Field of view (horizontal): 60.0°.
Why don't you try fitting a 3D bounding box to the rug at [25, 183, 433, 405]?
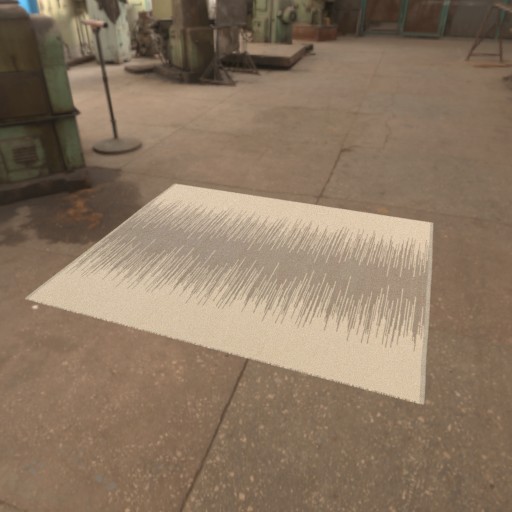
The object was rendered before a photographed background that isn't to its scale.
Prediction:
[{"bbox_3d":[0.000,0.000,4.054,3.037,0.010,2.453,11,34,17],"label":"rug"}]
